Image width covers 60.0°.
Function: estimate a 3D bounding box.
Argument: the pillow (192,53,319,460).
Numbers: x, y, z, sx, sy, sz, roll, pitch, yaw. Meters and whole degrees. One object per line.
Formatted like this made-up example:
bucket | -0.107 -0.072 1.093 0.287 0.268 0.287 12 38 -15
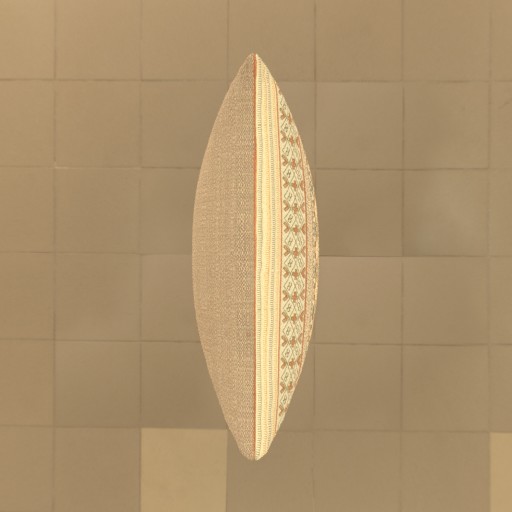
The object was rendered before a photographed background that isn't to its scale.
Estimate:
pillow | 0.000 0.000 0.804 0.215 0.519 0.521 0 90 1
